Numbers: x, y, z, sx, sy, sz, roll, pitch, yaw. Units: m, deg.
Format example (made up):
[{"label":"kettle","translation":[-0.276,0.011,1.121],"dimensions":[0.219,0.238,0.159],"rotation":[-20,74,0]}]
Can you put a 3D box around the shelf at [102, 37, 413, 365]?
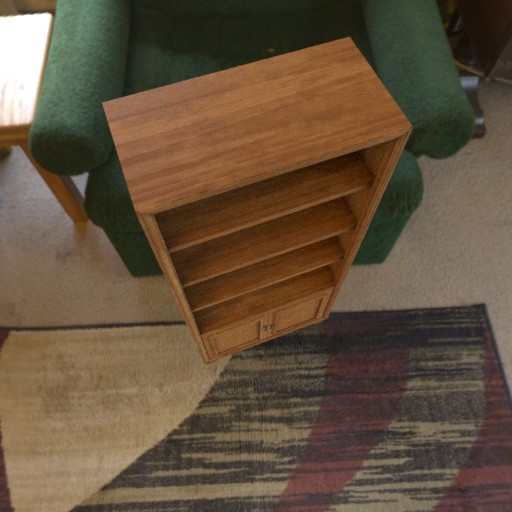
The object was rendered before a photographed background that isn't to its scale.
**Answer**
[{"label":"shelf","translation":[0.000,0.000,2.230],"dimensions":[0.864,1.930,0.453],"rotation":[-19,65,-9]}]
